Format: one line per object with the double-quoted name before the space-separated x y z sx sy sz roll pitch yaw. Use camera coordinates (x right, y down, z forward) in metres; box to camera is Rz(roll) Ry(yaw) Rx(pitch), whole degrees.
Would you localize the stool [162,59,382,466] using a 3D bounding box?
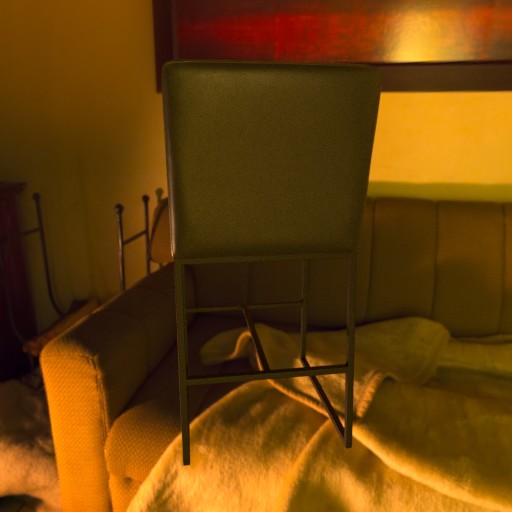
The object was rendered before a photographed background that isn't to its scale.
"stool" 0.000 0.000 1.239 0.457 0.938 0.552 -2 15 -8
